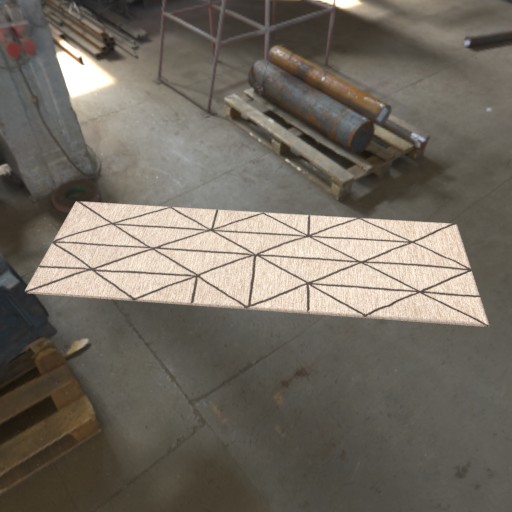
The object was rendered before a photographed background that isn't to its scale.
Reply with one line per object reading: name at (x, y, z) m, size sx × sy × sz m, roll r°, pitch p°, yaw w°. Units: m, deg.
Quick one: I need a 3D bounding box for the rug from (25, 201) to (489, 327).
rug at (0.000, 0.000, 2.573) m, size 2.438 × 0.012 × 0.762 m, roll 4°, pitch 47°, yaw 4°
